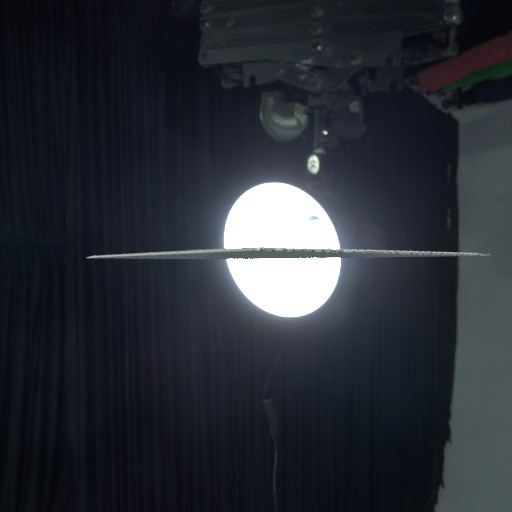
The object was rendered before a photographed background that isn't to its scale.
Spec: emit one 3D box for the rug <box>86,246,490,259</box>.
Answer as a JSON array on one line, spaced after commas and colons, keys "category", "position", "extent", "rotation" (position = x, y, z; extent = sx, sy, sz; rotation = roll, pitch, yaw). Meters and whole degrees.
[{"category": "rug", "position": [0.000, 0.000, 2.318], "extent": [1.230, 0.014, 1.847], "rotation": [1, -1, -36]}]
